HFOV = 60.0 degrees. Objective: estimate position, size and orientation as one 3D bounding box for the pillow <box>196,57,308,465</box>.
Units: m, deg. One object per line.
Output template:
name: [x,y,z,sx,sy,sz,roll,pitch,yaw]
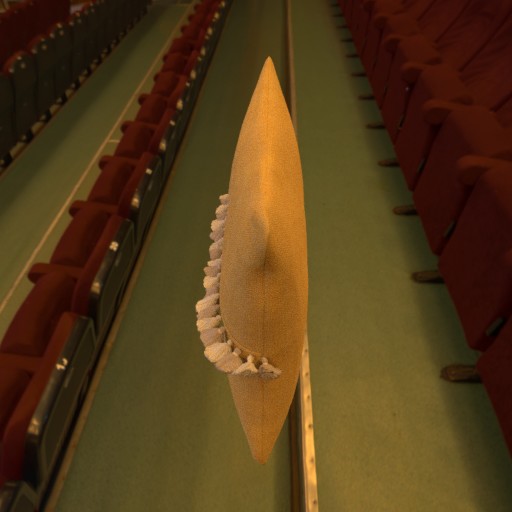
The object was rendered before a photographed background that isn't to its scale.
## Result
pillow: [0.000,0.000,0.731,0.167,0.481,0.485,1,42,1]
